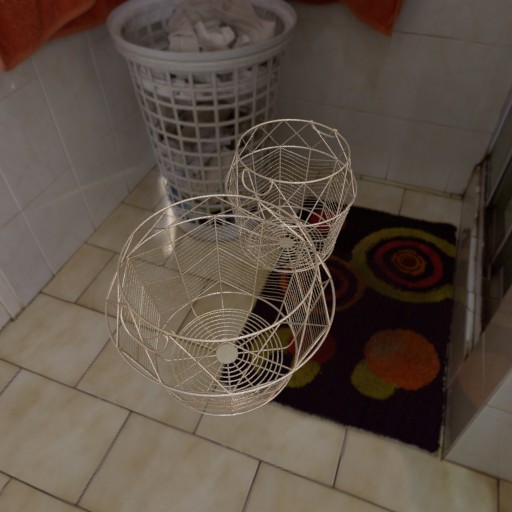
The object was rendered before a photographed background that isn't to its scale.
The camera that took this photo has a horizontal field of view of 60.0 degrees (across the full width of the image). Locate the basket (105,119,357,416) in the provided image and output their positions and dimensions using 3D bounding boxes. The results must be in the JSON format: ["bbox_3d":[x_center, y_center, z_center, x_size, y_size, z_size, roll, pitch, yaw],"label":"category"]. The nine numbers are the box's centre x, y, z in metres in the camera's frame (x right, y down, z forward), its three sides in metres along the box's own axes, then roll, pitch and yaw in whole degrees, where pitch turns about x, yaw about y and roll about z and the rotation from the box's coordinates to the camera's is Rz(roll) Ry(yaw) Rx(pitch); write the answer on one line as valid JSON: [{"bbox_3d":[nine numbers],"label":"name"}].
[{"bbox_3d":[0.000,0.000,1.049,0.451,0.343,0.805,17,49,16],"label":"basket"}]
